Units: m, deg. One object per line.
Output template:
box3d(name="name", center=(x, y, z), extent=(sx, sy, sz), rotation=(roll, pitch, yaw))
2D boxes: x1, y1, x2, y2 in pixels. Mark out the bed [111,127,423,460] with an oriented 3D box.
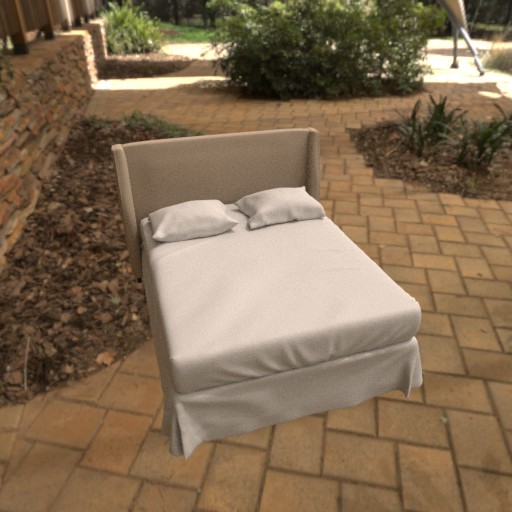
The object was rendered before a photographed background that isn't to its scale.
box3d(name="bed", center=(0.000, 0.000, 3.473), extent=(1.925, 1.332, 2.276), rotation=(-9, 32, -15))
